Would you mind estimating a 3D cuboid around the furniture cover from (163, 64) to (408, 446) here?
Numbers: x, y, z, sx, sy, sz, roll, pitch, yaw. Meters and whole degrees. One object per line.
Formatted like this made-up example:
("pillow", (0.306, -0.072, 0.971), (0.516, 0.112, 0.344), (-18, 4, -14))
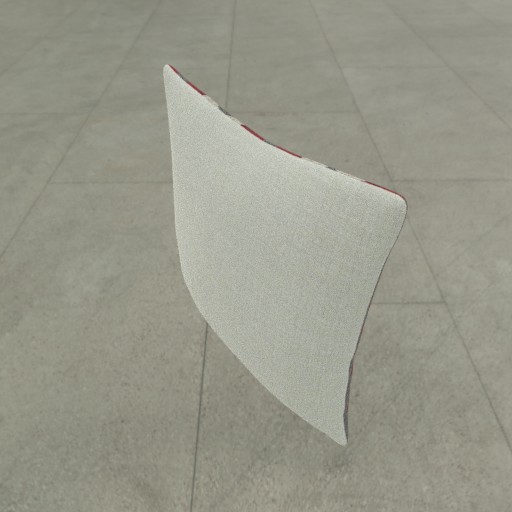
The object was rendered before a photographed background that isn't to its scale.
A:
("furniture cover", (0.000, 0.000, 0.626), (0.145, 0.420, 0.435), (-26, 48, -26))
